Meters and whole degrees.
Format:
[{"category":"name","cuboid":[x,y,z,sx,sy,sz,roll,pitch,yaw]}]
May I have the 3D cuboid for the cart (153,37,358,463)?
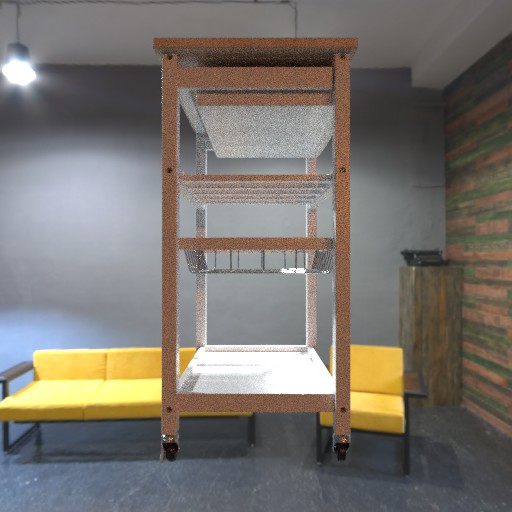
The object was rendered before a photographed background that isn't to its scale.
[{"category":"cart","cuboid":[0.000,0.000,1.159,0.406,0.857,0.578,0,-1,0]}]
